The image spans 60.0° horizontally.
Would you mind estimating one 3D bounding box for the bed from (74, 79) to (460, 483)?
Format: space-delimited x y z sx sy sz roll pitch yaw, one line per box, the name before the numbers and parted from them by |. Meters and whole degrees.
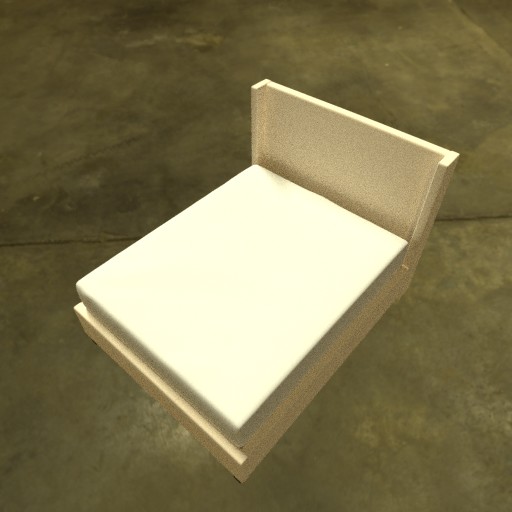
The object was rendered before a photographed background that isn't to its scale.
bed | 0.000 0.000 3.395 1.765 1.471 2.280 32 54 27
